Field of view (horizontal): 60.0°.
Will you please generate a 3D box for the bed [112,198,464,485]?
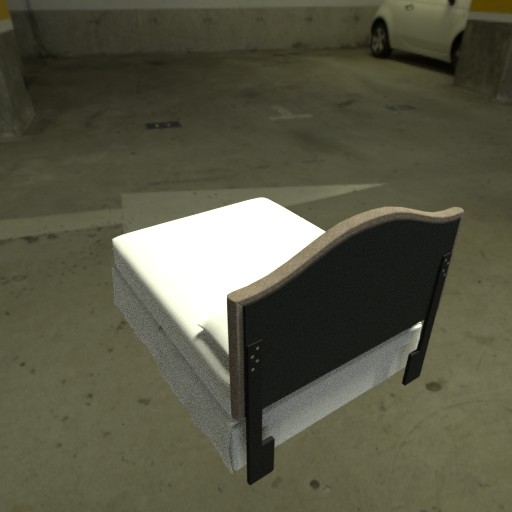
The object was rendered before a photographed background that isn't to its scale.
[{"bbox_3d":[0.000,0.000,3.309,1.713,1.518,2.153,-19,36,-29],"label":"bed"}]
